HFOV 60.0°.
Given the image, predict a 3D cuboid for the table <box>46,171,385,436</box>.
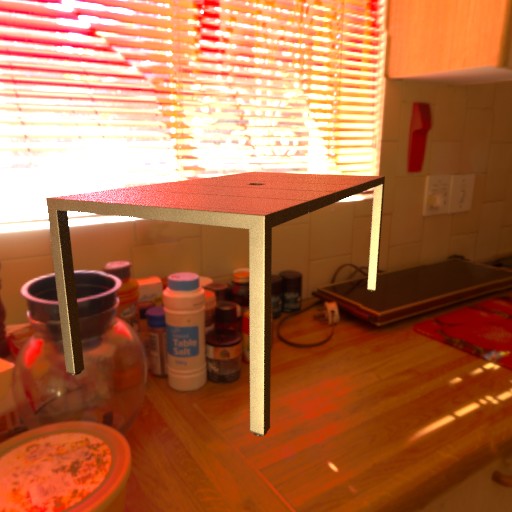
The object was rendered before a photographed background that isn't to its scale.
[{"bbox_3d":[0.000,0.000,2.274,0.914,0.735,1.680,7,16,26],"label":"table"}]
